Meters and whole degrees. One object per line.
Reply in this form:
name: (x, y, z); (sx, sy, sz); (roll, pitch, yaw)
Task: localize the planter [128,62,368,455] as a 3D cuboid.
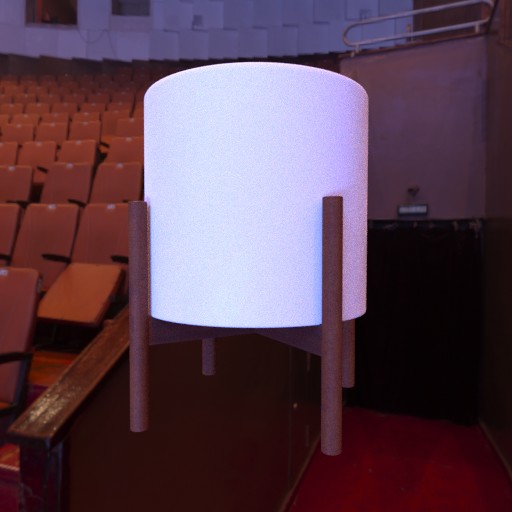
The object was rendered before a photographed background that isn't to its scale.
planter: (0.000, 0.000, 0.864); (0.421, 0.581, 0.420); (1, 2, 18)
